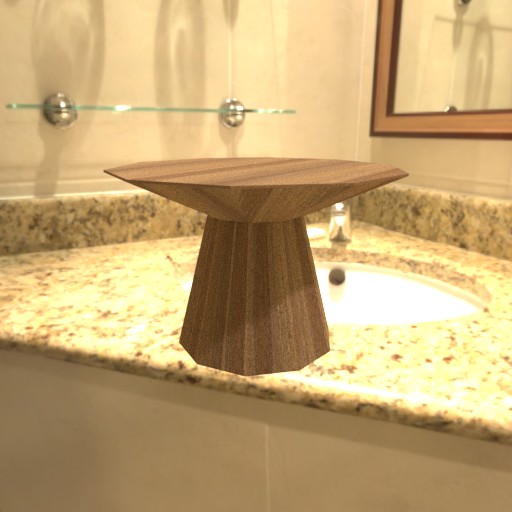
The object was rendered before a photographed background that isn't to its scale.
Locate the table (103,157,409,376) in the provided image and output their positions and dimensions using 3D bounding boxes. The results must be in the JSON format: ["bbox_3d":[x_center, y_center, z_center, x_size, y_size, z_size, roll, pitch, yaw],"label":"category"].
[{"bbox_3d":[0.000,0.000,1.905,1.186,0.752,1.186,0,16,0],"label":"table"}]
